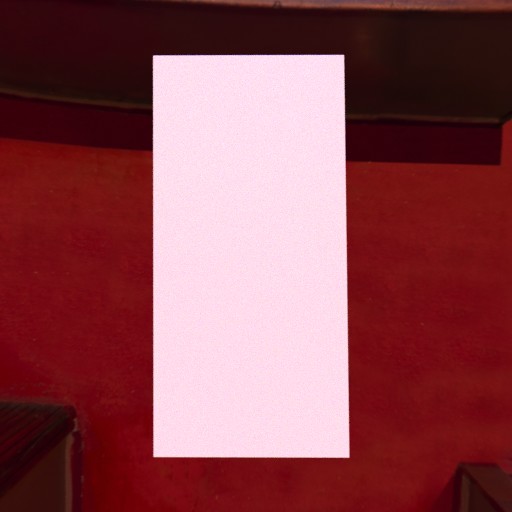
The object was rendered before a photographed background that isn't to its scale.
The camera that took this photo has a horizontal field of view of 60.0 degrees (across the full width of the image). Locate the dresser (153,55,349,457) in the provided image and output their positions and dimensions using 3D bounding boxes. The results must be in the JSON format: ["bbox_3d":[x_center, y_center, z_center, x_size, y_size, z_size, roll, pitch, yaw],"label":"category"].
[{"bbox_3d":[0.000,0.000,1.284,0.420,0.740,0.830,0,90,0],"label":"dresser"}]
